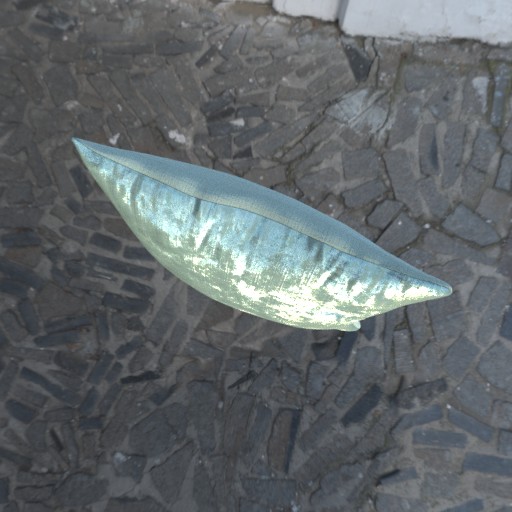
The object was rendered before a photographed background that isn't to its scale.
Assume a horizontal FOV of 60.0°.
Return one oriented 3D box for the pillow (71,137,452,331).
[{"bbox_3d":[0.000,0.000,0.721,0.470,0.464,0.175,23,77,6],"label":"pillow"}]
